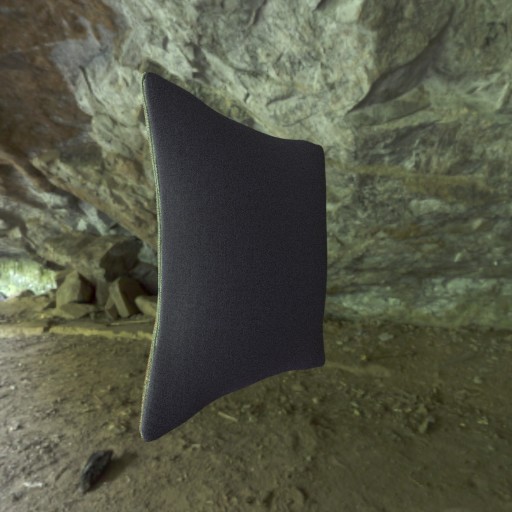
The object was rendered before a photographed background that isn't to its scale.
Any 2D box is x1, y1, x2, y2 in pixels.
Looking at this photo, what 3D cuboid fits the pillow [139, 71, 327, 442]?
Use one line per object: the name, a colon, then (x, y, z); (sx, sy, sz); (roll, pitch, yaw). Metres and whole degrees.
pillow: (0.000, 0.000, 0.667); (0.136, 0.419, 0.437); (0, 0, 36)
